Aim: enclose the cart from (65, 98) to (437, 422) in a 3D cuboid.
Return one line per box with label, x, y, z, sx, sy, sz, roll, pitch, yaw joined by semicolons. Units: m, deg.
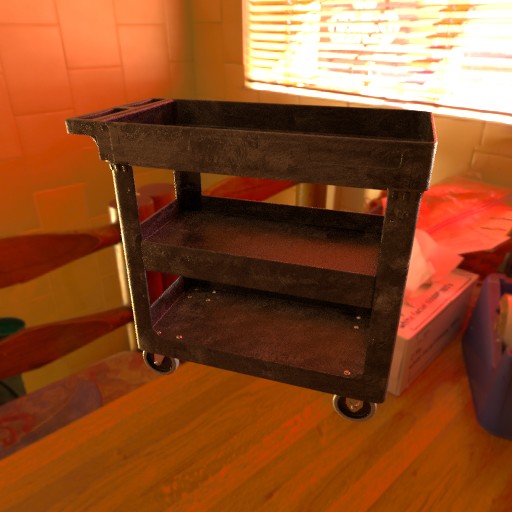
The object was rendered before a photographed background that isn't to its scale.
cart;0.000;0.000;1.337;0.877;0.824;0.420;8;28;16
